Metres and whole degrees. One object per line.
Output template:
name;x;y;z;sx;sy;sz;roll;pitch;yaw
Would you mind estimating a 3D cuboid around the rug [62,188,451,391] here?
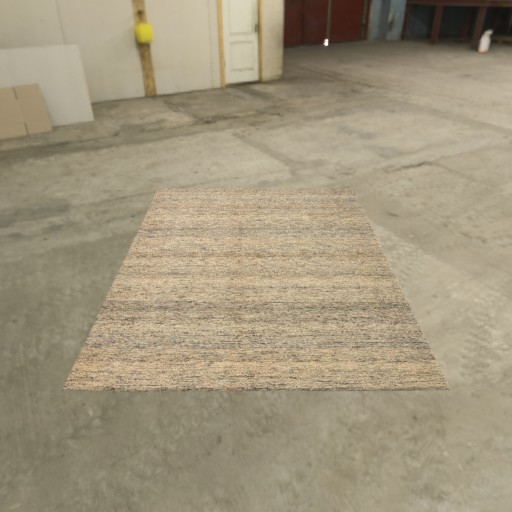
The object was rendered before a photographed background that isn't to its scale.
rug;0.000;0.000;4.114;2.414;0.036;3.199;0;32;0
